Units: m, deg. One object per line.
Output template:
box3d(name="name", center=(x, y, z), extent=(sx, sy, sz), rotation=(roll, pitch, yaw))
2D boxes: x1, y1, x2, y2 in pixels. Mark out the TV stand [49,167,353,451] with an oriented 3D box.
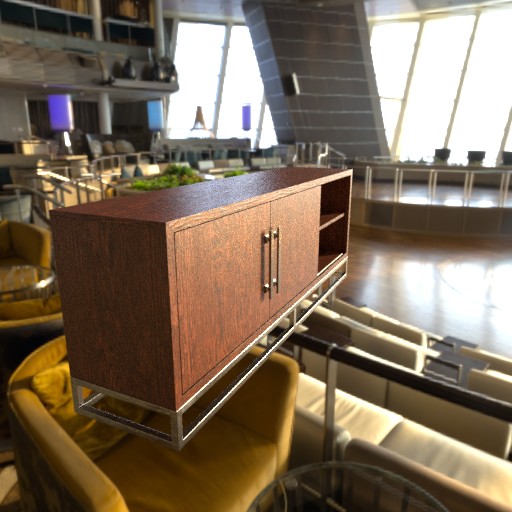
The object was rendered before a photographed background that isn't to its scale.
box3d(name="TV stand", center=(0.000, 0.000, 1.758), extent=(0.382, 0.578, 1.541), rotation=(8, 17, 25))
